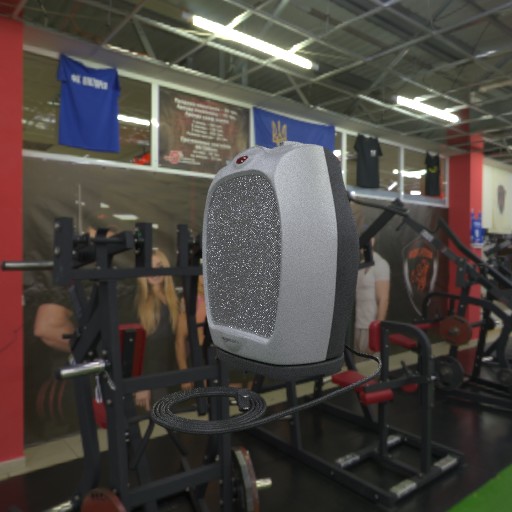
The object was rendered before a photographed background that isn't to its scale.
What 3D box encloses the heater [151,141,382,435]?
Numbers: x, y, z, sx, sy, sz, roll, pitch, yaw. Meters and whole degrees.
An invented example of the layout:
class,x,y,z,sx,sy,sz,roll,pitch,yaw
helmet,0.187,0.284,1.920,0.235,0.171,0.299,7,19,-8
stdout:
class,x,y,z,sx,sy,sz,roll,pitch,yaw
heater,0.000,0.000,0.477,0.291,0.255,0.239,-1,1,-36
